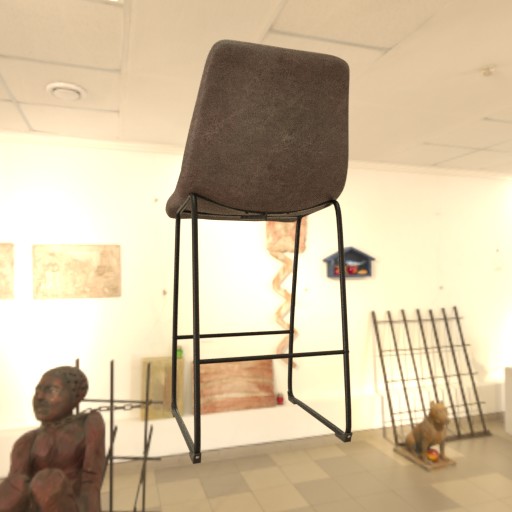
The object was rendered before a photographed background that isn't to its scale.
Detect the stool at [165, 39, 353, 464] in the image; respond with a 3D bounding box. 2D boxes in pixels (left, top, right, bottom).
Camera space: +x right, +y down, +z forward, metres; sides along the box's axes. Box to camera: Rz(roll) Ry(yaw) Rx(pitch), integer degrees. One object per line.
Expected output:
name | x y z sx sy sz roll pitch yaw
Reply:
stool | 0.000 0.000 1.396 0.514 1.082 0.561 0 -1 -18
